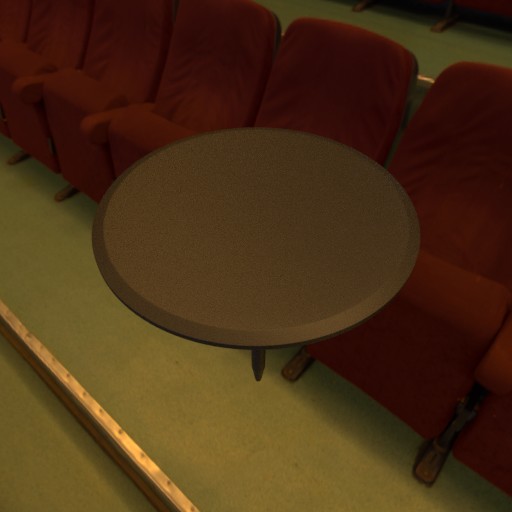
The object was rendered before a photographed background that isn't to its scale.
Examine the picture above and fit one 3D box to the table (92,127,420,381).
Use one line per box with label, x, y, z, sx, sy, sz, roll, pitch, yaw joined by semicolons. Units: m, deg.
table;0.000;0.000;1.389;0.900;0.400;0.900;0;46;0
